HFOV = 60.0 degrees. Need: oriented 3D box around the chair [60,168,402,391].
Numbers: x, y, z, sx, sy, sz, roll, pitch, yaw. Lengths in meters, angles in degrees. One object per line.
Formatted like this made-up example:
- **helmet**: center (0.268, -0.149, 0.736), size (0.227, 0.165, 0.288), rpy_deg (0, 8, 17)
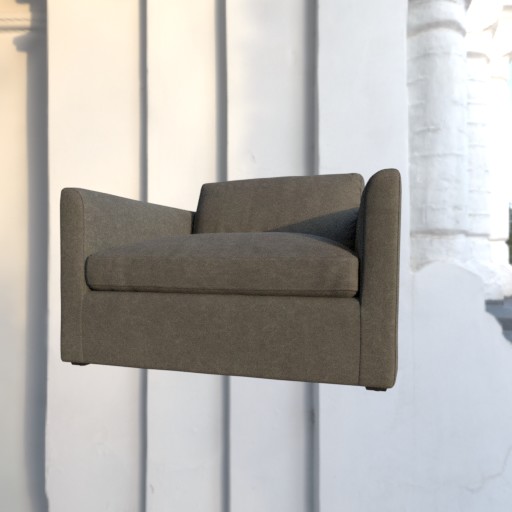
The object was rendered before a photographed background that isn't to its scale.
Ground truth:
- **chair**: center (0.000, 0.000, 1.937), size (1.190, 0.845, 1.091), rpy_deg (0, 0, 17)
